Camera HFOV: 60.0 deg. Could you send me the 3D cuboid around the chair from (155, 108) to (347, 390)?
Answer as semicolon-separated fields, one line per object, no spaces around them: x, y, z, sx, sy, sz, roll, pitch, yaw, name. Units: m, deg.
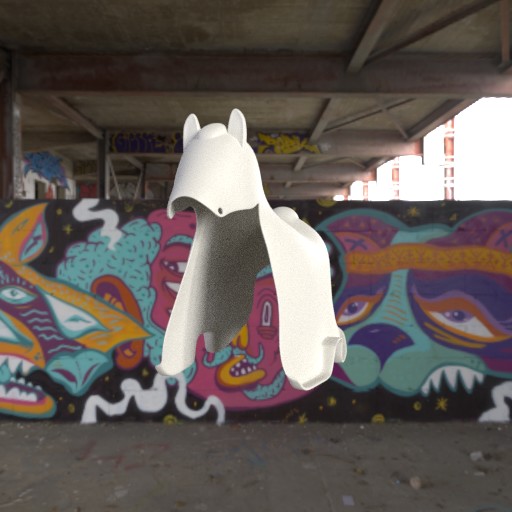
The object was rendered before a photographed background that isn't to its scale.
0.000;0.000;1.190;0.429;0.612;0.800;0;0;20;chair
